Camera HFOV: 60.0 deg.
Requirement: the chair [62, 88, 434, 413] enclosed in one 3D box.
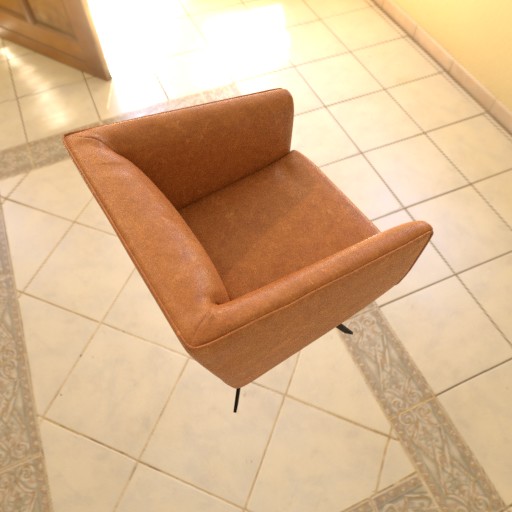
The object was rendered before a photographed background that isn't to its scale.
[{"bbox_3d":[0.000,0.000,1.220,0.625,0.760,0.588,-29,63,-17],"label":"chair"}]
